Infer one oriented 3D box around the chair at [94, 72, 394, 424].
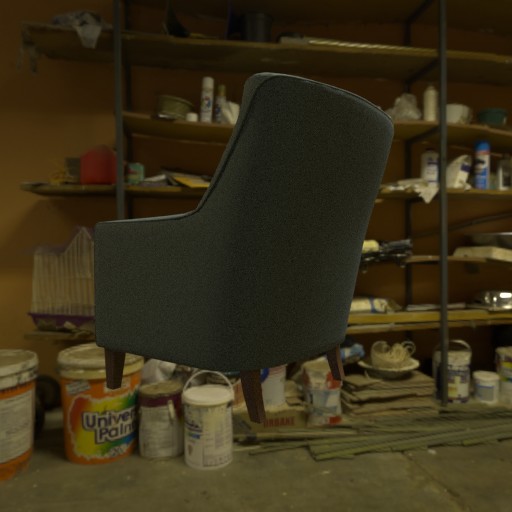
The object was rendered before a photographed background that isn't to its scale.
[{"bbox_3d":[0.000,0.000,1.553,0.879,0.916,0.756,0,1,37],"label":"chair"}]
